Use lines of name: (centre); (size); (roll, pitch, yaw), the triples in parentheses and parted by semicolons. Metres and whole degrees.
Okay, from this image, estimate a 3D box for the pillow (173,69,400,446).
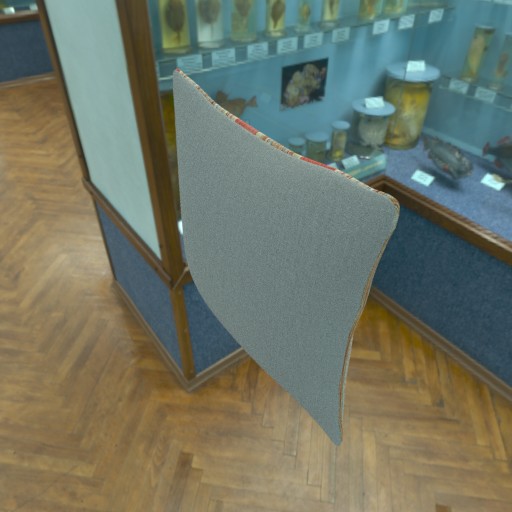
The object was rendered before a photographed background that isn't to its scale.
pillow: (0.000, 0.000, 0.643); (0.136, 0.419, 0.437); (-23, 45, -25)
